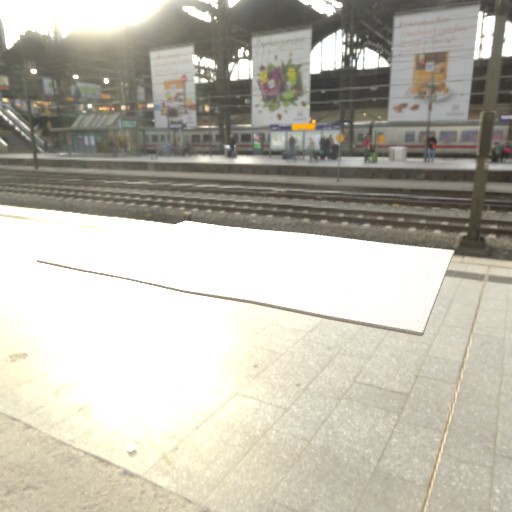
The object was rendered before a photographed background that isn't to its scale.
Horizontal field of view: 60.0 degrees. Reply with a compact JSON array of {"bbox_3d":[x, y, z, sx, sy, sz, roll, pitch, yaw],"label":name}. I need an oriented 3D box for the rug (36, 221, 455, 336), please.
[{"bbox_3d":[0.000,0.000,2.326,1.829,0.034,1.252,7,16,27],"label":"rug"}]
